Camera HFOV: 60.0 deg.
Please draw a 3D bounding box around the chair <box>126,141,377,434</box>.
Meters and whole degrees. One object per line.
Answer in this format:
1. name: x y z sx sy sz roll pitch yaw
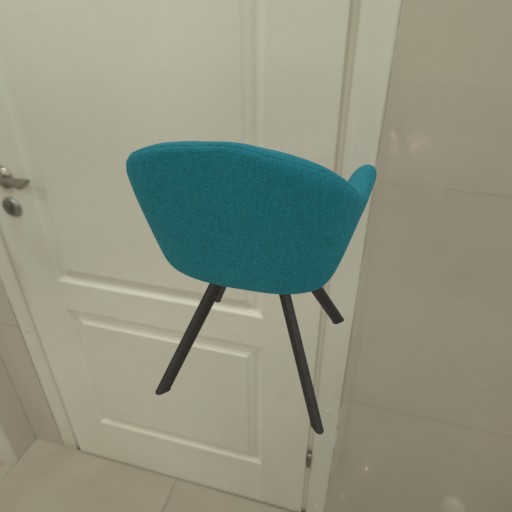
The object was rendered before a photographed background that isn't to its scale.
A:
1. chair: 0.000 0.000 1.162 0.545 0.775 0.565 9 34 13
